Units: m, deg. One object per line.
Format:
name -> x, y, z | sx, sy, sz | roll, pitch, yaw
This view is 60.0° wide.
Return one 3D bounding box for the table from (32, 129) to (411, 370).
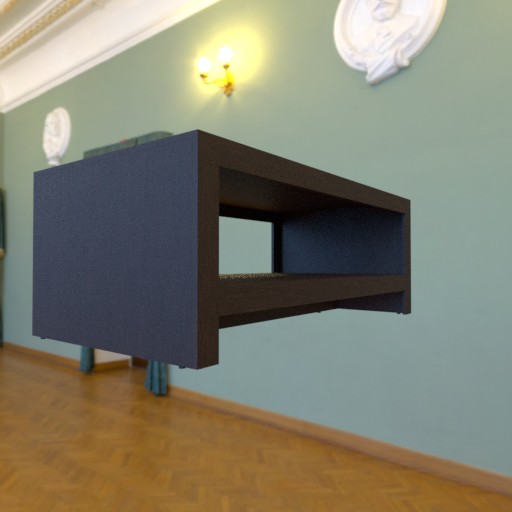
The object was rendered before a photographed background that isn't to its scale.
table -> 0.000, 0.000, 1.389 | 0.597, 0.424, 1.099 | -1, -1, 38
